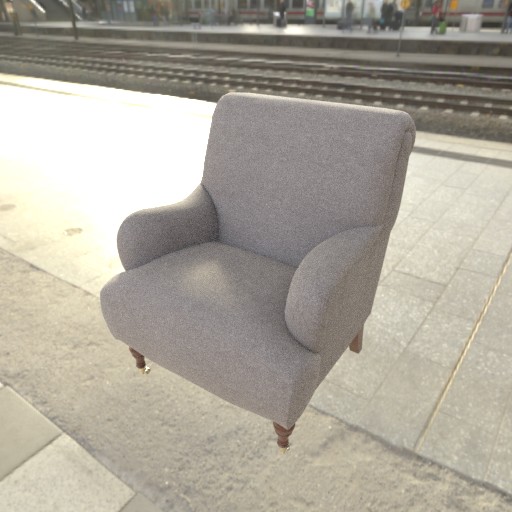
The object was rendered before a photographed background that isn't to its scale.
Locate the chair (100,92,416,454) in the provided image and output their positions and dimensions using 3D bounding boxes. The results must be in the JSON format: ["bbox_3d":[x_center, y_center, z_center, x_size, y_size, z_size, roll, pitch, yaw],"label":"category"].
[{"bbox_3d":[0.000,0.000,1.526,0.766,0.942,0.843,18,34,29],"label":"chair"}]
